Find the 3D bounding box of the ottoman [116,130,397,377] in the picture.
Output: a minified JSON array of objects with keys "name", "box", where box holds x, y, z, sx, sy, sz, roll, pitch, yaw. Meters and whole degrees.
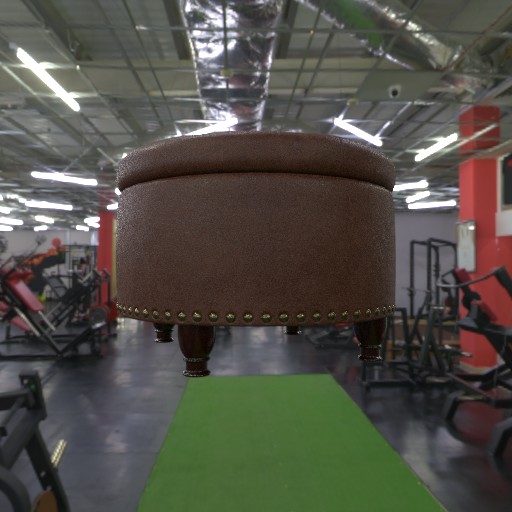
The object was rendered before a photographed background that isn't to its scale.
[{"name":"ottoman","box":[0.000,0.000,1.055,0.637,0.442,0.637,0,-1,0]}]
